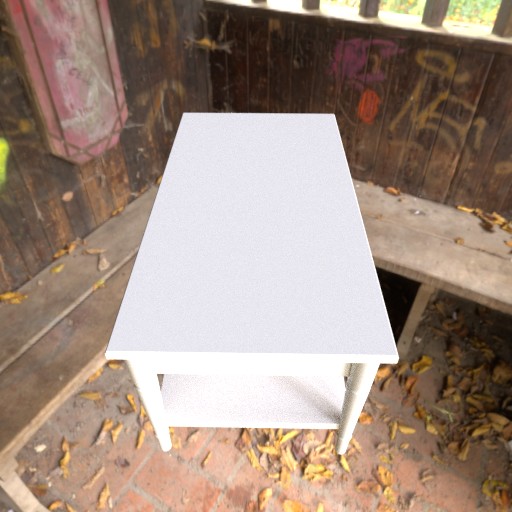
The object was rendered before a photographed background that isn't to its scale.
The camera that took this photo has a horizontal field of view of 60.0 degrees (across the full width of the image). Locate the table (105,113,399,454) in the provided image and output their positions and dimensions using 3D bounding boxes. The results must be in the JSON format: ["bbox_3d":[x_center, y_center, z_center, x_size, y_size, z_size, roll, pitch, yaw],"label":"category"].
[{"bbox_3d":[0.000,0.000,1.387,0.559,0.457,1.067,1,42,1],"label":"table"}]
